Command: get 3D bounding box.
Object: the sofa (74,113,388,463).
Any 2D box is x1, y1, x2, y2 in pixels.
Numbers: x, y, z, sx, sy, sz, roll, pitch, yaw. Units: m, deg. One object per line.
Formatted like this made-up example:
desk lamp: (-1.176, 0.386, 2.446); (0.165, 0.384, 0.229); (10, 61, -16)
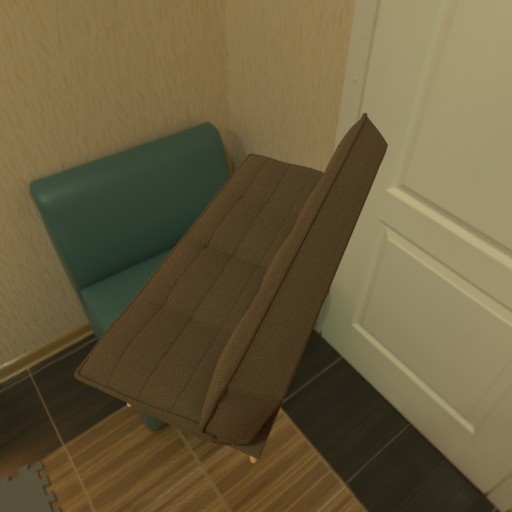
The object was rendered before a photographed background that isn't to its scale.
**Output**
sofa: (0.000, 0.000, 2.416); (0.950, 0.890, 1.940); (17, 48, 16)
